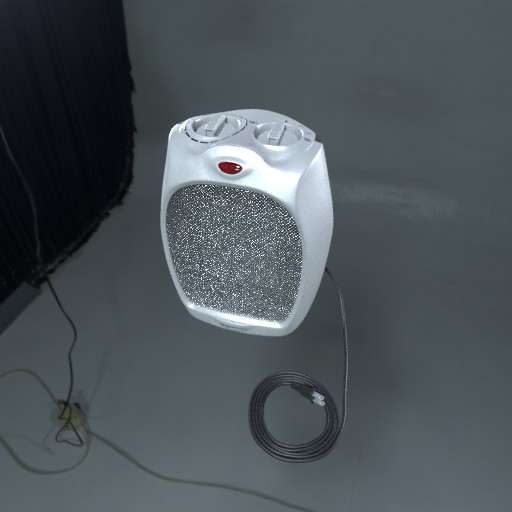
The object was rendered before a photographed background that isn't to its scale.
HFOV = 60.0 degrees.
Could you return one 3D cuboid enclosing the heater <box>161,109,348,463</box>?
[{"bbox_3d":[0.000,0.000,0.458,0.239,0.240,0.291,11,43,12],"label":"heater"}]
